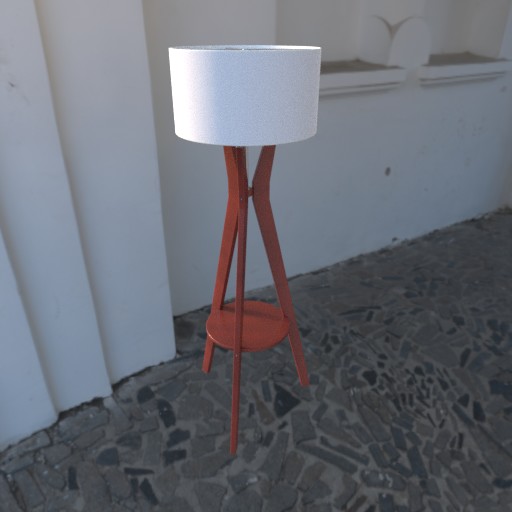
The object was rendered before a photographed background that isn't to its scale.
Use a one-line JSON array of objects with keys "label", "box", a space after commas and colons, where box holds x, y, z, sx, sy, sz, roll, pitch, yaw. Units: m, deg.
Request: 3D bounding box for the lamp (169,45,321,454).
[{"label": "lamp", "box": [0.000, 0.000, 1.728, 0.542, 1.472, 0.539, -9, 28, -17]}]
